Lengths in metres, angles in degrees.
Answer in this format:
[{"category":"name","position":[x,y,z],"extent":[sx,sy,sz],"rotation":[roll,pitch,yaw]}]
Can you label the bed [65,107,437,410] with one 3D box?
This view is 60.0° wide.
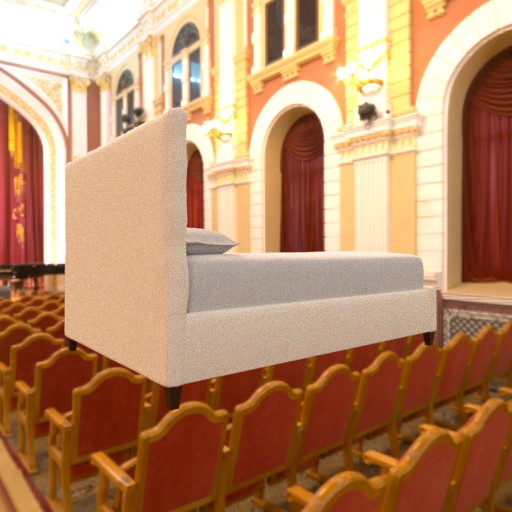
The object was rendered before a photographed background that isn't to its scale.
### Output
[{"category":"bed","position":[0.000,0.000,3.442],"extent":[2.387,1.427,1.698],"rotation":[0,1,-39]}]
